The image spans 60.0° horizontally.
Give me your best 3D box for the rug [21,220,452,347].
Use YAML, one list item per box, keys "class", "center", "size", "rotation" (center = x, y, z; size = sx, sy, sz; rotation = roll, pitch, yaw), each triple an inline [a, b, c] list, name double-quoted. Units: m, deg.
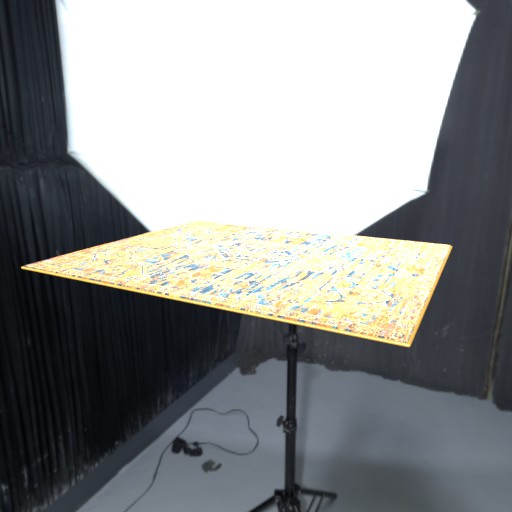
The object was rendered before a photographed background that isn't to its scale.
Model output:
- class: "rug"
  center: [0.000, 0.000, 3.956]
  size: [3.040, 0.031, 2.435]
  rotation: [8, 17, 27]
